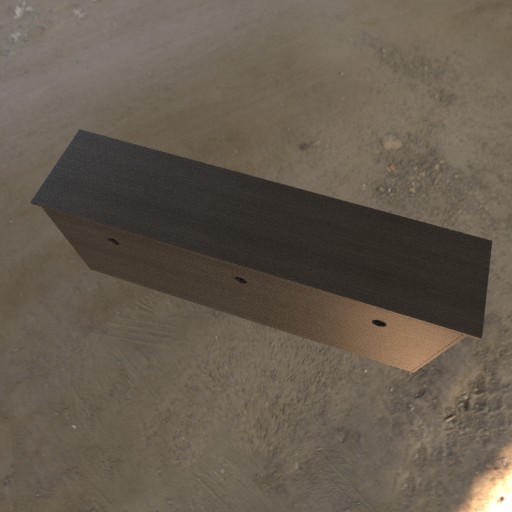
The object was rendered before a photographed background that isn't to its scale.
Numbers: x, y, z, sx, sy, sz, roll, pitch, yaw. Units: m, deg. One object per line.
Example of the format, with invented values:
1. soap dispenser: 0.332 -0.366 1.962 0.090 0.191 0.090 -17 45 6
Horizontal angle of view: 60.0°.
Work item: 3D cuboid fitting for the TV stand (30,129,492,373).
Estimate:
1. TV stand: 0.000 0.000 2.014 1.778 0.610 0.406 17 64 8
